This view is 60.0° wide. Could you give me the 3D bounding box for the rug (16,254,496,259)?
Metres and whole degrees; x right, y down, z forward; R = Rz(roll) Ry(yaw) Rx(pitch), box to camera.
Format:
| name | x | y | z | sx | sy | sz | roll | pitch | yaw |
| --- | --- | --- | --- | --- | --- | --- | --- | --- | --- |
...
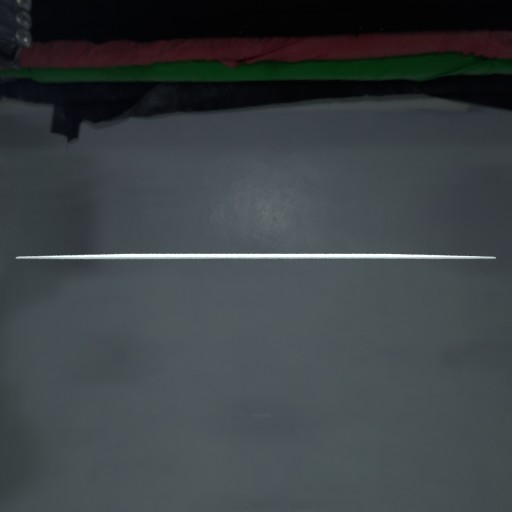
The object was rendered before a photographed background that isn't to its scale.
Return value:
| name | x | y | z | sx | sy | sz | roll | pitch | yaw |
| --- | --- | --- | --- | --- | --- | --- | --- | --- | --- |
| rug | 0.000 | 0.000 | 3.808 | 2.895 | 0.018 | 2.288 | 0 | 1 | 0 |
